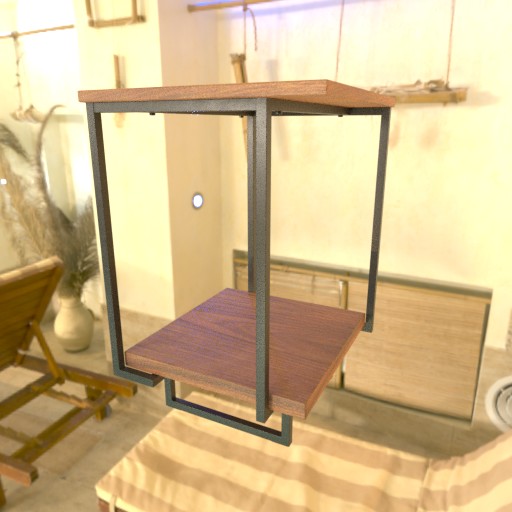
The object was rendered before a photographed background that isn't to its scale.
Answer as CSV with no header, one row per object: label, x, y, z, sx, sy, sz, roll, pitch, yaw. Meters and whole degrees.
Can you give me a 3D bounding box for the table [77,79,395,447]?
table,0.000,0.000,0.827,0.384,0.567,0.411,8,18,26
